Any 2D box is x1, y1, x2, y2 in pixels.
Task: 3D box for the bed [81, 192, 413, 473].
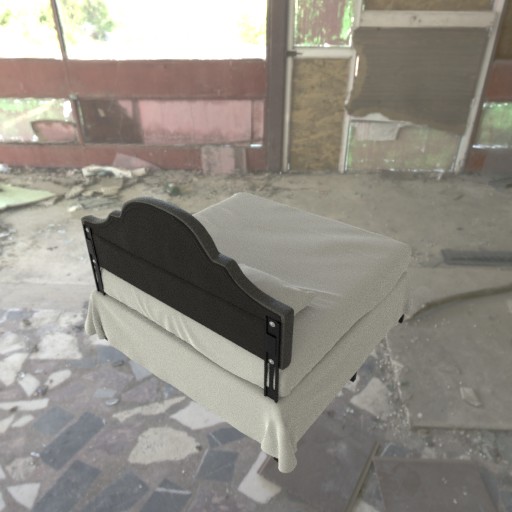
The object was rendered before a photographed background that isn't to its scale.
[{"bbox_3d":[0.000,0.000,3.777,2.303,1.631,2.222,23,38,33],"label":"bed"}]
